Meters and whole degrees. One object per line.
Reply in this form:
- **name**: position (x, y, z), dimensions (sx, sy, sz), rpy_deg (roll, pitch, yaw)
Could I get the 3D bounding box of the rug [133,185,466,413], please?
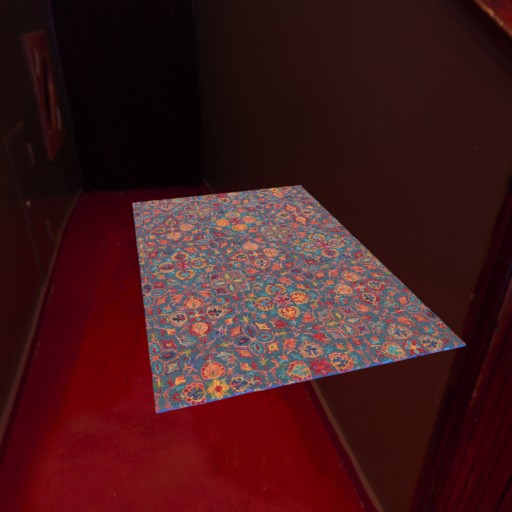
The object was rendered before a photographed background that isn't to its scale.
- **rug**: position (0.000, 0.000, 2.382), dimensions (1.216, 0.014, 1.836), rpy_deg (-8, 31, -14)
